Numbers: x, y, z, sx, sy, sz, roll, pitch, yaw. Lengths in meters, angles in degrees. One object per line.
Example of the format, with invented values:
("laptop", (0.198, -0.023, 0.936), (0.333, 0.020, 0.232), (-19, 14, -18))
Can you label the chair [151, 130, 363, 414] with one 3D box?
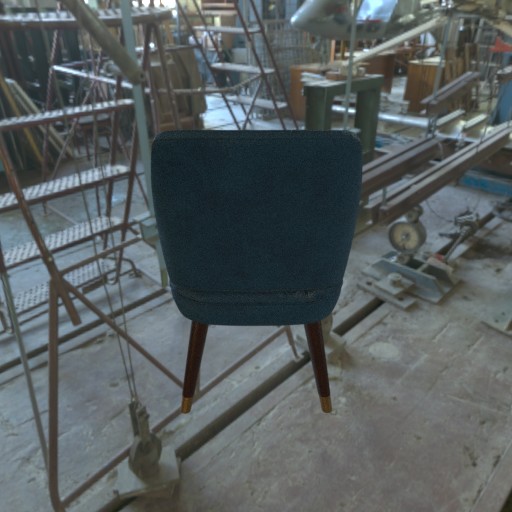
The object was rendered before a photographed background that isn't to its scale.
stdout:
("chair", (0.000, 0.000, 1.594), (0.683, 1.081, 0.794), (0, 30, 0))
